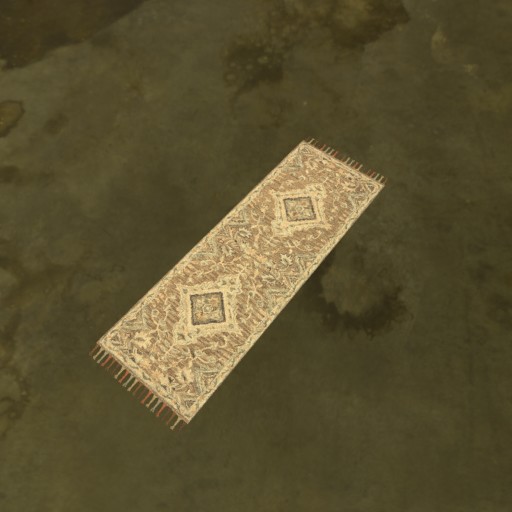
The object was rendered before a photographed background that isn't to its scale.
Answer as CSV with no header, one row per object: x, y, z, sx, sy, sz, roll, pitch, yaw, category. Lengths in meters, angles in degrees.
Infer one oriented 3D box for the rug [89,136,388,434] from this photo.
0.000,0.000,2.946,2.378,0.018,1.324,-32,64,-18,rug
